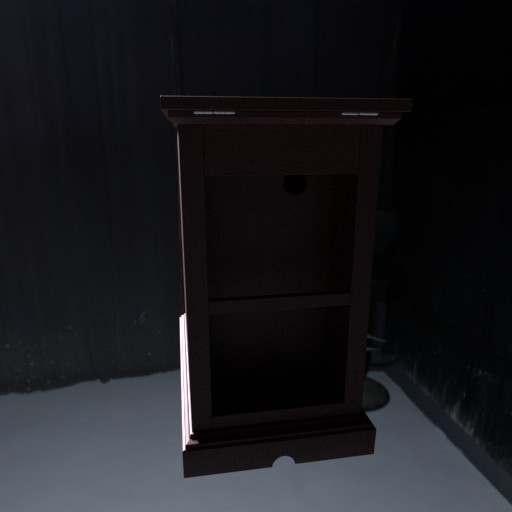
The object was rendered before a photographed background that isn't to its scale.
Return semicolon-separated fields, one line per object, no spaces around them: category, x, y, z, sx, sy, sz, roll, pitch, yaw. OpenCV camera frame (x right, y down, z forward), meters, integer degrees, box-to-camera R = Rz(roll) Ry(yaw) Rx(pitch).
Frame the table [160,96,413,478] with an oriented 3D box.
table;0.000;0.000;0.966;0.356;0.612;0.584;-3;16;-10
